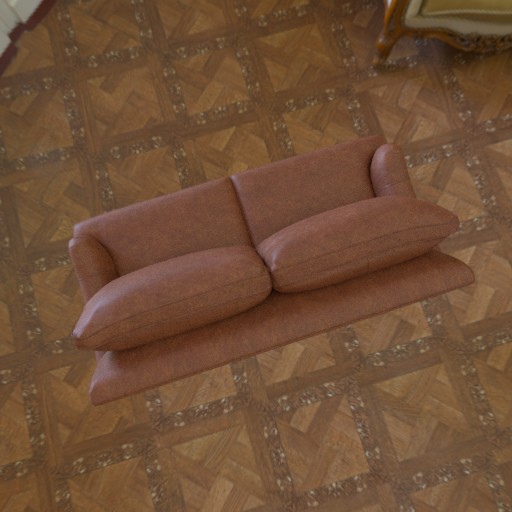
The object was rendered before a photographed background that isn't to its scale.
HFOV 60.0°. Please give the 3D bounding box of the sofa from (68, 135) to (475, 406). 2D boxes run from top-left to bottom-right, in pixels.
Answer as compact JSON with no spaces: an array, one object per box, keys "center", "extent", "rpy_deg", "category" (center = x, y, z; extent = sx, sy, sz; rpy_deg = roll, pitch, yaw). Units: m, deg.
[{"center":[0.000,0.000,2.760],"extent":[2.144,1.071,1.147],"rpy_deg":[-17,78,-4],"category":"sofa"}]
